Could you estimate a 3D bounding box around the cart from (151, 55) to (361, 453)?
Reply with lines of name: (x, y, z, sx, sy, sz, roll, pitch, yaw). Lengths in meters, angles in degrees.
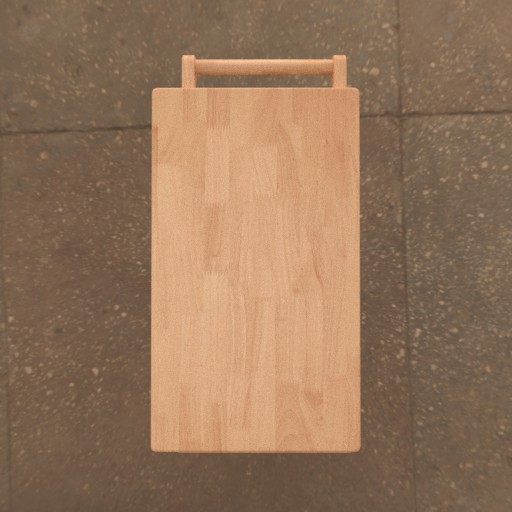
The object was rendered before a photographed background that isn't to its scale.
cart: (0.000, 0.000, 1.353, 0.432, 0.879, 0.853, 0, 89, 0)
